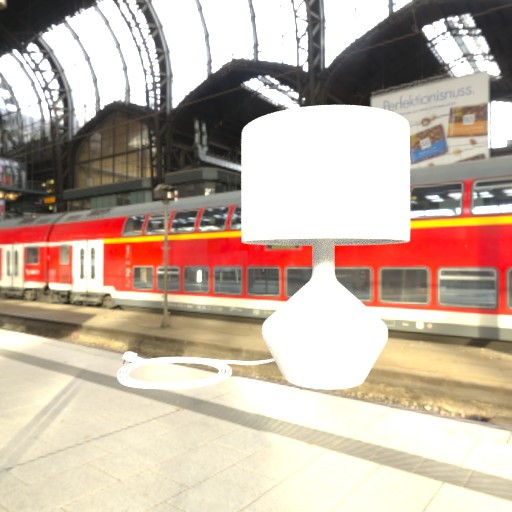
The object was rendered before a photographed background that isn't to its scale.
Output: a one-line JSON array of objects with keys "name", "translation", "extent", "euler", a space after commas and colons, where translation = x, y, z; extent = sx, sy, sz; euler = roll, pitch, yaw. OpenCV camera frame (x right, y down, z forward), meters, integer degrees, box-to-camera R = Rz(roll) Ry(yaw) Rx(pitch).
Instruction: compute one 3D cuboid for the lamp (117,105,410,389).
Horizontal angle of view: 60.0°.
[{"name": "lamp", "translation": [0.000, 0.000, 0.858], "extent": [0.546, 0.457, 0.401], "euler": [-1, -1, 36]}]
